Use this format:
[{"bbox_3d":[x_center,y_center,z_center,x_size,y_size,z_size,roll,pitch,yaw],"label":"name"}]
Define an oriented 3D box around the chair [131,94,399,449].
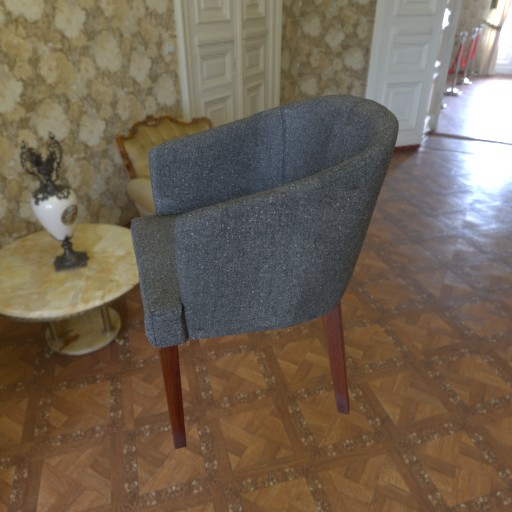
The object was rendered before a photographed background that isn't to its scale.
[{"bbox_3d":[0.000,0.000,1.245,0.655,0.811,0.583,-9,31,-15],"label":"chair"}]
